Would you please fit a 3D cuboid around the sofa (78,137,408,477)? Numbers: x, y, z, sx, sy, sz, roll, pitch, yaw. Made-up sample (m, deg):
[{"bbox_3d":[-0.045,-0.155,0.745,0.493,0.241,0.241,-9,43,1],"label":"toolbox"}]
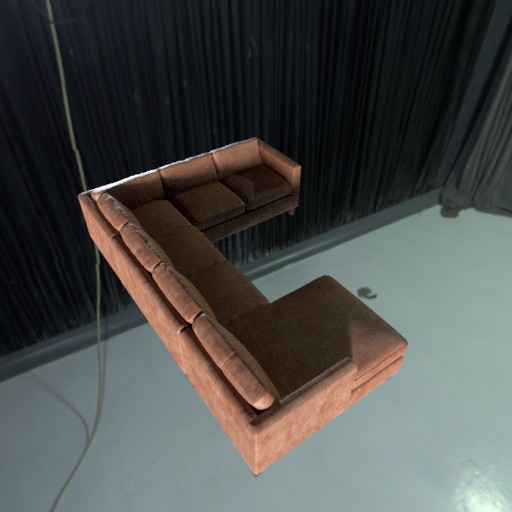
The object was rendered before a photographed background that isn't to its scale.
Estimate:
[{"bbox_3d":[0.000,0.000,4.568,2.430,0.832,3.401,-25,47,-26],"label":"sofa"}]
